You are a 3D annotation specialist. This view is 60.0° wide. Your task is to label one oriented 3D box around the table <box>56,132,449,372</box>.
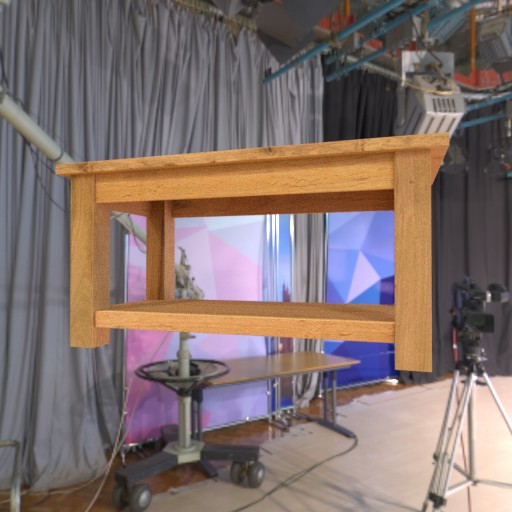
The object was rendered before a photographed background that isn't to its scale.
[{"bbox_3d":[0.000,0.000,1.172,0.899,0.452,0.450,0,-1,18],"label":"table"}]
